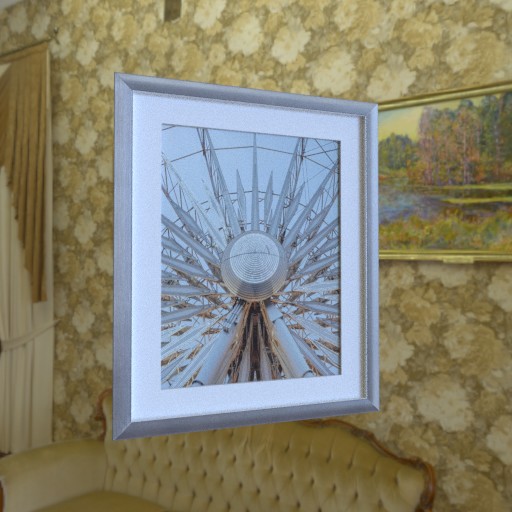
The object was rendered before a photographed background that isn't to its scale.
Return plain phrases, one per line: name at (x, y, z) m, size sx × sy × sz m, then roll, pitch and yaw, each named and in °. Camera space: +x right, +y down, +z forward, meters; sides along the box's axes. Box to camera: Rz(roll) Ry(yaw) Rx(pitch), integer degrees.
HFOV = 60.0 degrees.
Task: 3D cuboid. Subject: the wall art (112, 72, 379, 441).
wall art at (0.000, 0.000, 0.748) m, size 0.458 × 0.558 × 0.029 m, roll 0°, pitch -1°, yaw -17°
